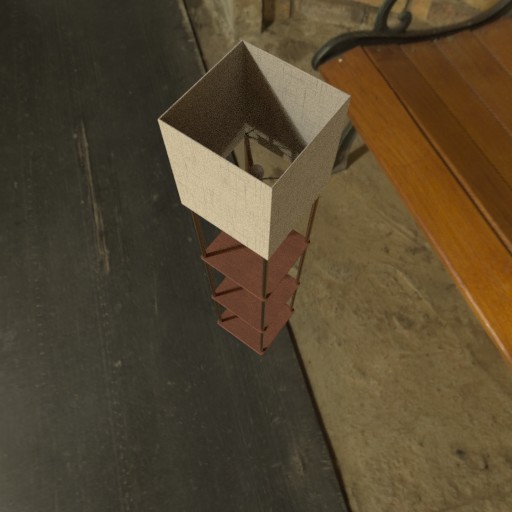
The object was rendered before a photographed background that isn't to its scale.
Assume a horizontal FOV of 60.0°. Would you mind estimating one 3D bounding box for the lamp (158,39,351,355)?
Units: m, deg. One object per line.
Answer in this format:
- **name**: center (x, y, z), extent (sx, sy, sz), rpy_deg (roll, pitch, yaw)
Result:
- **lamp**: center (0.000, 0.000, 1.696), extent (0.308, 1.569, 0.310), rpy_deg (34, 69, 14)
